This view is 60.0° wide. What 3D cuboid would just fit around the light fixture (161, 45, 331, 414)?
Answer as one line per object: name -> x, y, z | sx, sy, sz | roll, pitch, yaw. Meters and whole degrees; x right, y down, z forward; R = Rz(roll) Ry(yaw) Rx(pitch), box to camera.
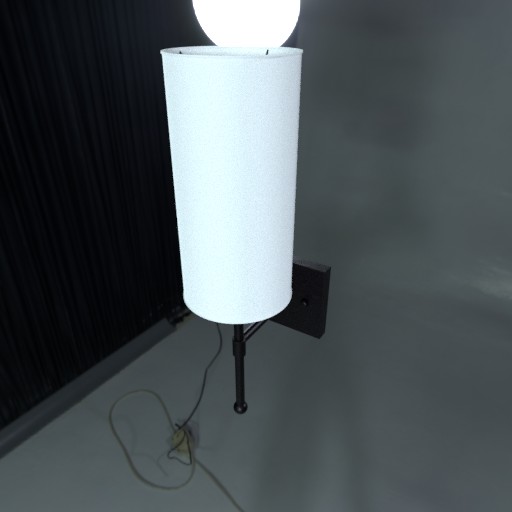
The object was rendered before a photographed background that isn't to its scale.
light fixture -> 0.000, 0.000, 0.541 | 0.128, 0.462, 0.208 | 17, 33, 28
